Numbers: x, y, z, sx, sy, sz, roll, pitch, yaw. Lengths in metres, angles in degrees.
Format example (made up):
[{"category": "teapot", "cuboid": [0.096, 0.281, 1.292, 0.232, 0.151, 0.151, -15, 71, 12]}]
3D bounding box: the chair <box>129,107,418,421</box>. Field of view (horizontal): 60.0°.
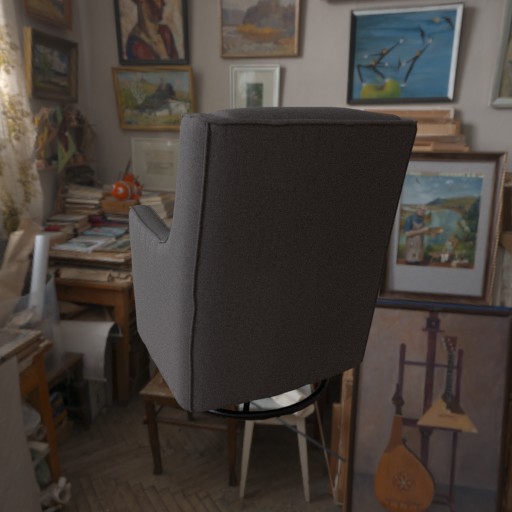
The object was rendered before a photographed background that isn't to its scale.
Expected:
[{"category": "chair", "cuboid": [0.000, 0.000, 1.594, 0.732, 0.993, 0.879, -8, 18, -26]}]
